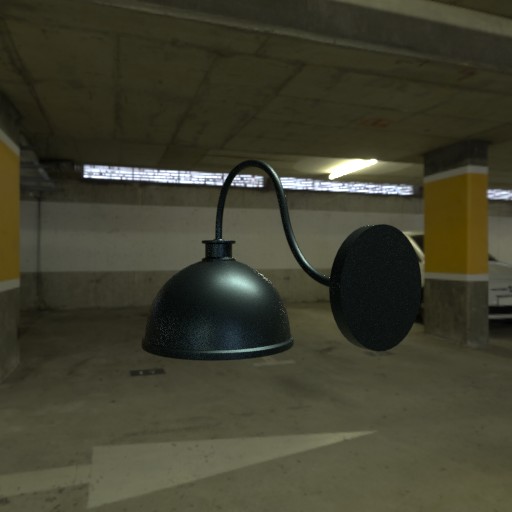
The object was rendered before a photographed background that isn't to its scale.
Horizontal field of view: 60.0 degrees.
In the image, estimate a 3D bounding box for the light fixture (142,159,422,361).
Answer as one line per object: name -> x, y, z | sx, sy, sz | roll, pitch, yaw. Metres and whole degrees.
light fixture -> 0.000, 0.000, 0.663 | 0.253, 0.295, 0.467 | 0, 0, -36
